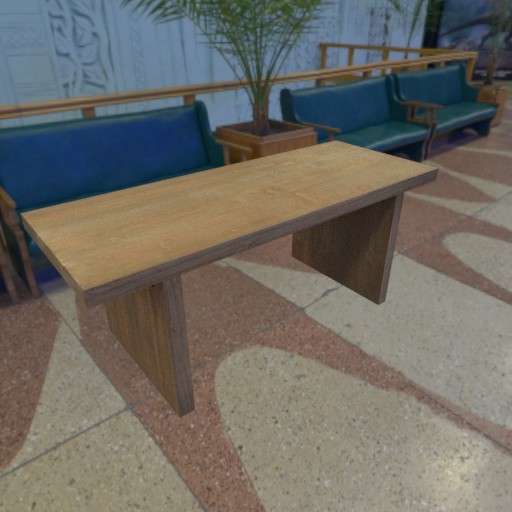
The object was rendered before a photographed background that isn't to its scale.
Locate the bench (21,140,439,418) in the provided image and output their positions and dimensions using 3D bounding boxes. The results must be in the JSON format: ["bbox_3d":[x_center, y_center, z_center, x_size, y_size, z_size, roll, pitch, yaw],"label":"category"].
[{"bbox_3d":[0.000,0.000,1.416,1.183,0.458,0.458,-21,35,-33],"label":"bench"}]
